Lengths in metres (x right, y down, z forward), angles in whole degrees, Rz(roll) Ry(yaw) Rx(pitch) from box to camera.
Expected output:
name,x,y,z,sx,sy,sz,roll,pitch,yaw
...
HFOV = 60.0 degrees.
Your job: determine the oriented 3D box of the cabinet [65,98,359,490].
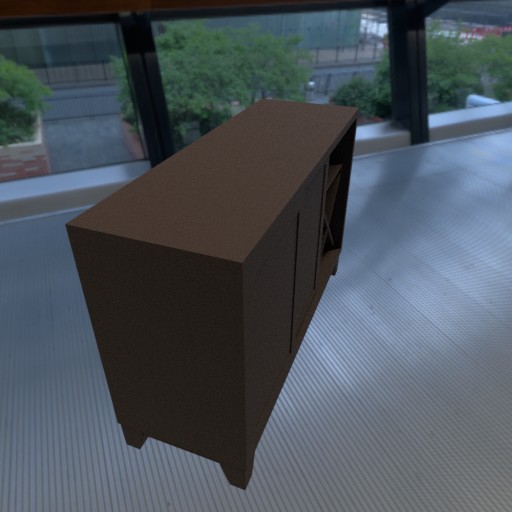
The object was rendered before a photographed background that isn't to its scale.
name,x,y,z,sx,sy,sz,roll,pitch,yaw
cabinet,0.000,0.000,1.830,0.482,0.914,1.396,12,35,18
